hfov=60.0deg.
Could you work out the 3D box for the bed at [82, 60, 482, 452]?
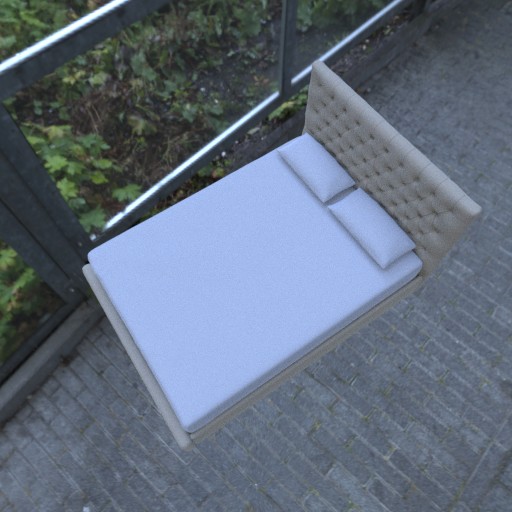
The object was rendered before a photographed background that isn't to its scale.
[{"bbox_3d":[0.000,0.000,3.426,2.387,1.427,1.698,-31,67,-15],"label":"bed"}]
